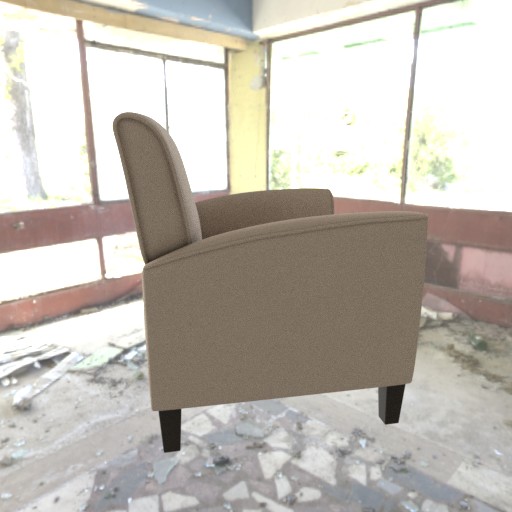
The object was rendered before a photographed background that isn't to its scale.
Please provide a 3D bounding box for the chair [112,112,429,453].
[{"bbox_3d":[0.000,0.000,1.540,0.820,0.915,0.820,-3,14,-11],"label":"chair"}]
